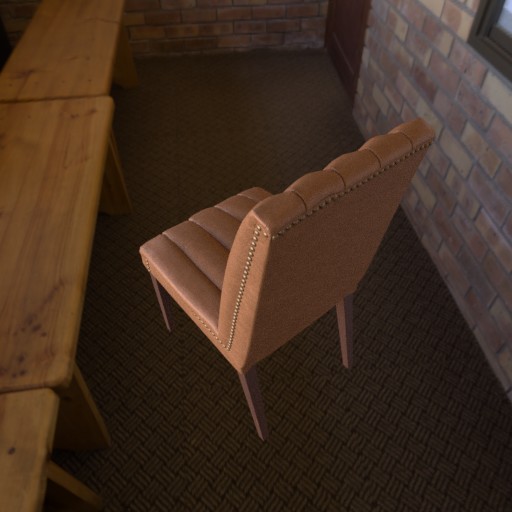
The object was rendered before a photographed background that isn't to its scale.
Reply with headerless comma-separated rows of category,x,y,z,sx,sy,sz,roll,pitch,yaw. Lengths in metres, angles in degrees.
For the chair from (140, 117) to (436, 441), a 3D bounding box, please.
chair,0.000,0.000,1.363,0.511,1.016,0.647,-31,54,-26
